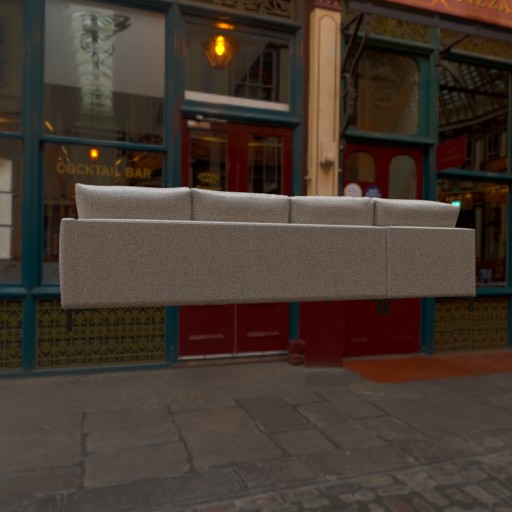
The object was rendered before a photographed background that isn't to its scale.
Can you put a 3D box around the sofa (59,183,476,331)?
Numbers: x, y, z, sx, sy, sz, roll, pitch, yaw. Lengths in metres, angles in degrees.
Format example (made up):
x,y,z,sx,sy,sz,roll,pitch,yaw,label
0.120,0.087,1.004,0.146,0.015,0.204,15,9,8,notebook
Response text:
x,y,z,sx,sy,sz,roll,pitch,yaw,label
0.000,0.000,3.130,2.423,0.703,1.617,0,-1,-19,sofa
